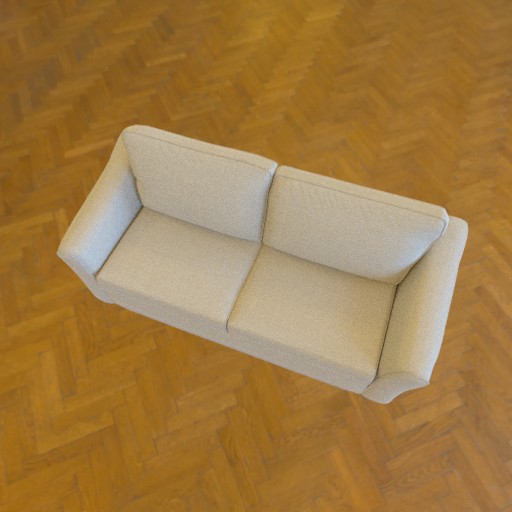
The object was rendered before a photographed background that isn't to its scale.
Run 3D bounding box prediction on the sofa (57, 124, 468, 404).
[{"bbox_3d":[0.000,0.000,2.746,2.270,0.965,0.980,18,59,11],"label":"sofa"}]
